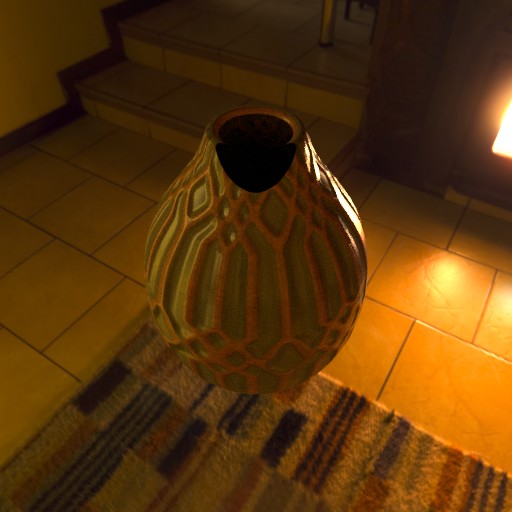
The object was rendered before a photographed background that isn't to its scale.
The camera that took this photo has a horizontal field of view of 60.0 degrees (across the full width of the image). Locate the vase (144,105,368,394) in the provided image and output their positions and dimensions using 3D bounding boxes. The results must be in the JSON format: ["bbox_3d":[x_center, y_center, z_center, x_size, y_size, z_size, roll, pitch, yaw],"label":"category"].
[{"bbox_3d":[0.000,0.000,0.136,0.069,0.088,0.069,0,46,0],"label":"vase"}]
